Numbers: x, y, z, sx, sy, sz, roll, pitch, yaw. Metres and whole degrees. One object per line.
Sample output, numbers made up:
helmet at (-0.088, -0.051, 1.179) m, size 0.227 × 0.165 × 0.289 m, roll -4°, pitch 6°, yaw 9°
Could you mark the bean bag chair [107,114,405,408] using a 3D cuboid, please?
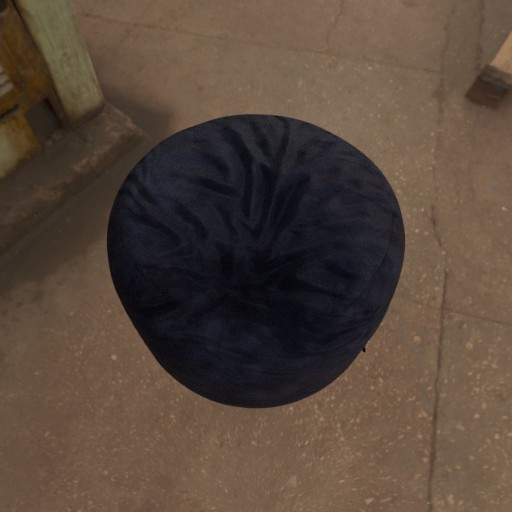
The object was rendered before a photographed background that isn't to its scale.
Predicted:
bean bag chair at (0.000, 0.000, 1.512) m, size 0.918 × 0.616 × 0.918 m, roll 0°, pitch 59°, yaw 0°
